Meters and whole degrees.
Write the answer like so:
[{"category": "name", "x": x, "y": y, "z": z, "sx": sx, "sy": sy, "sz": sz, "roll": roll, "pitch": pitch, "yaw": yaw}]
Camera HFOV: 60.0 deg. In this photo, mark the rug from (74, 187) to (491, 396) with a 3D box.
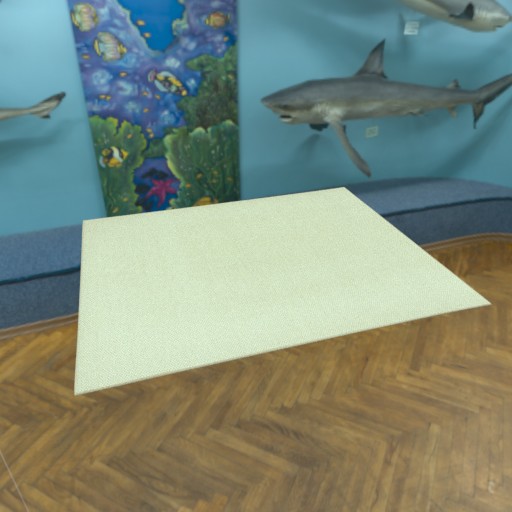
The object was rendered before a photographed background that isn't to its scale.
[{"category": "rug", "x": 0.000, "y": 0.000, "z": 4.028, "sx": 3.039, "sy": 0.018, "sz": 2.462, "roll": -9, "pitch": 32, "yaw": -15}]
